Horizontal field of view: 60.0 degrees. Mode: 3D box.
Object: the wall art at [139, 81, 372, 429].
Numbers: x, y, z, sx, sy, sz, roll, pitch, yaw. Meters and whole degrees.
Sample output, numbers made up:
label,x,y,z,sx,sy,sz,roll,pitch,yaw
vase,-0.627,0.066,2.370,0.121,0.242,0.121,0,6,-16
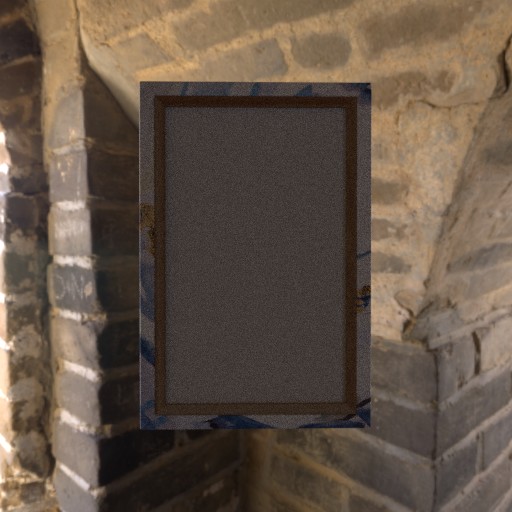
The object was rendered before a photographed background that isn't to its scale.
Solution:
label,x,y,z,sx,sy,sz,roll,pitch,yaw
wall art,0.000,0.000,1.172,0.610,0.914,0.016,0,1,-1
